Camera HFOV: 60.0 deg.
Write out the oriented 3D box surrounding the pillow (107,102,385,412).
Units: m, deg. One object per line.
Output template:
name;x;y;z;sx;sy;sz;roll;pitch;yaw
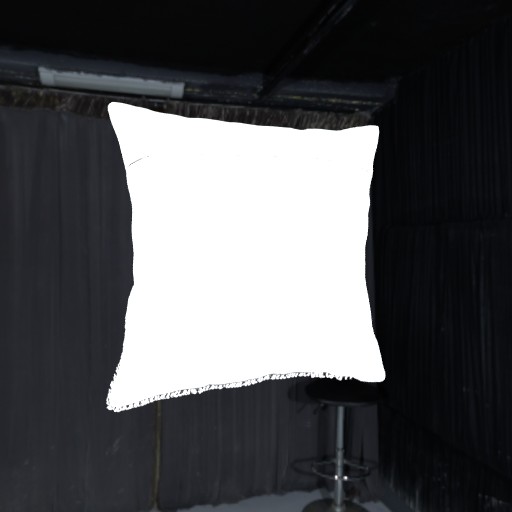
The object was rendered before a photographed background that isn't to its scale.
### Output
pillow;0.000;0.000;0.737;0.475;0.473;0.178;0;1;-17
